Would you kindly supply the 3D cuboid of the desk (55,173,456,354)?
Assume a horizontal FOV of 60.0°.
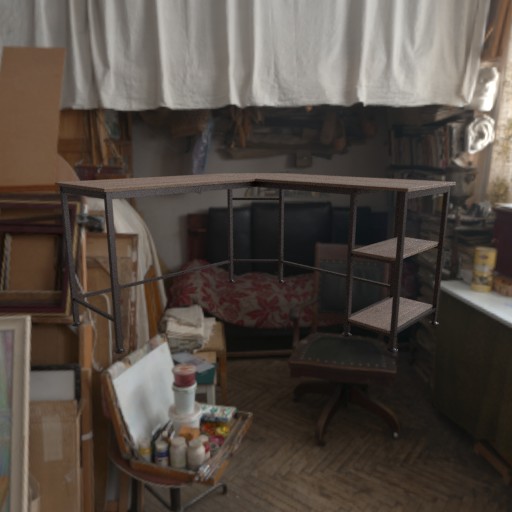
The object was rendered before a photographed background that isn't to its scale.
[{"bbox_3d":[0.000,0.000,2.244,1.379,0.739,1.379,13,19,43],"label":"desk"}]
